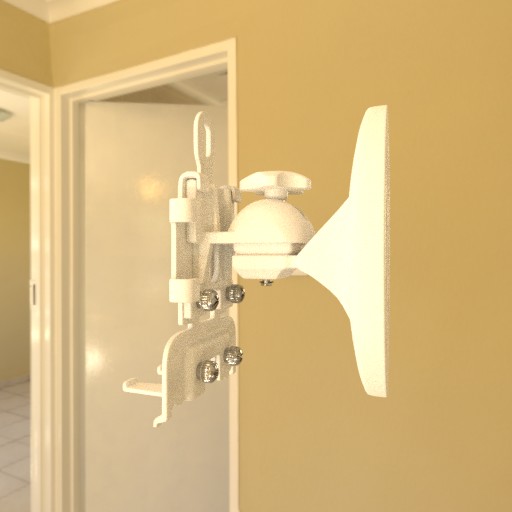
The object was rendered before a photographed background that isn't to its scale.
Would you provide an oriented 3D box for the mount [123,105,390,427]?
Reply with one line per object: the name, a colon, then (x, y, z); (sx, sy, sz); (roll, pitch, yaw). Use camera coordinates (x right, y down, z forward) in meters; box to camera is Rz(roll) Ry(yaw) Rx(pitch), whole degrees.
mount: (0.000, 0.000, 0.176); (0.100, 0.118, 0.066); (0, 0, 18)
